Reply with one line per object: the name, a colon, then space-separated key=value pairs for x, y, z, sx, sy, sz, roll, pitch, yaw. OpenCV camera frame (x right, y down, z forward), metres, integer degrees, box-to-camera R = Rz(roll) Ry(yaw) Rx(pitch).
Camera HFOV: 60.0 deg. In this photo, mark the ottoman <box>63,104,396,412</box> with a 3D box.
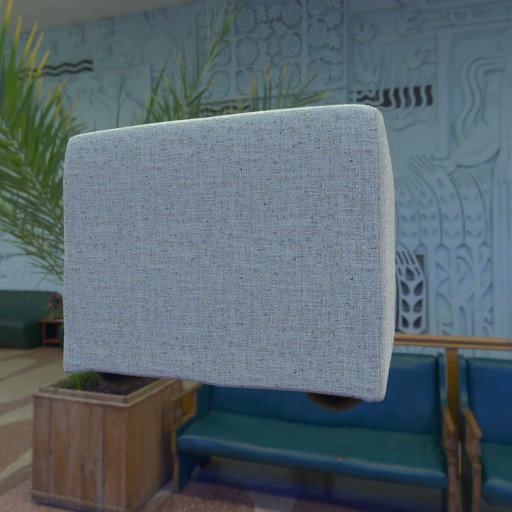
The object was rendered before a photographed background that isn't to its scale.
ottoman: x=0.000 y=0.000 z=0.885 sx=0.521 sy=0.453 sz=0.512 roll=0 pitch=0 yaw=19
